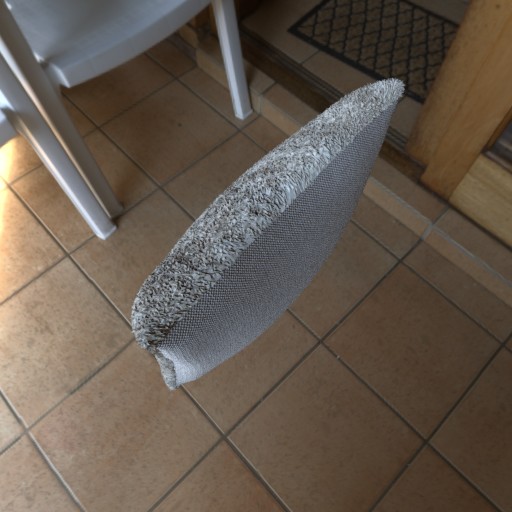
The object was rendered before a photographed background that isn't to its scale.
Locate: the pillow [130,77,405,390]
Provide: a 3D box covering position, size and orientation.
[{"bbox_3d":[0.000,0.000,0.797,0.218,0.515,0.529,37,69,17],"label":"pillow"}]
